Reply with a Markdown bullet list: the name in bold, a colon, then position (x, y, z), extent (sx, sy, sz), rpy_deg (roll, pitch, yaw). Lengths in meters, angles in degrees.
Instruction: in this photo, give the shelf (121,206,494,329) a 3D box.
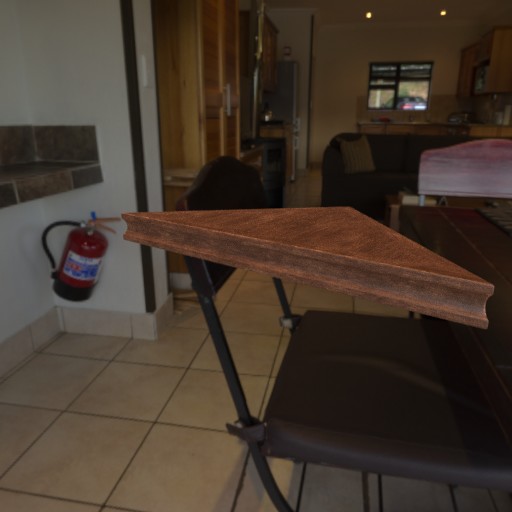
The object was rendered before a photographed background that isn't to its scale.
- **shelf**: position (0.000, 0.000, 0.436), extent (0.296, 0.035, 0.296), rpy_deg (-2, 17, -8)
